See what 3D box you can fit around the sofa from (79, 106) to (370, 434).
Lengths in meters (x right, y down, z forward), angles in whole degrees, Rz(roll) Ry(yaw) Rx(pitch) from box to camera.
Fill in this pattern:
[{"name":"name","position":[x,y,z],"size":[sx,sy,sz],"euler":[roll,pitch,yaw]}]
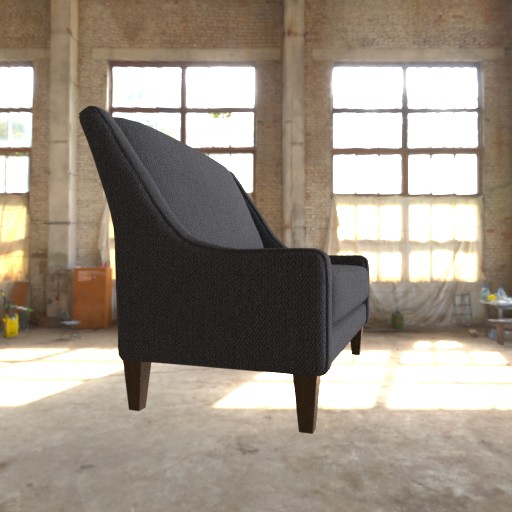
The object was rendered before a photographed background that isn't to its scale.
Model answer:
[{"name":"sofa","position":[0.000,0.000,1.928],"size":[0.873,1.022,1.242],"euler":[0,-1,20]}]
